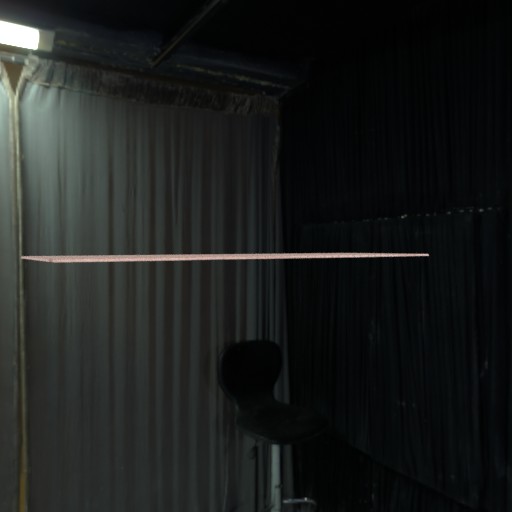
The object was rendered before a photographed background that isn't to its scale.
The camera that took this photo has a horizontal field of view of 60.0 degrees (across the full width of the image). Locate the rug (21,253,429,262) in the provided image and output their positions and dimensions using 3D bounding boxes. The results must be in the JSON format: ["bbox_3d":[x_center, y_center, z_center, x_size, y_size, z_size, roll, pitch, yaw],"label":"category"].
[{"bbox_3d":[0.000,0.000,2.676,2.435,0.015,0.760,-1,1,-35],"label":"rug"}]
